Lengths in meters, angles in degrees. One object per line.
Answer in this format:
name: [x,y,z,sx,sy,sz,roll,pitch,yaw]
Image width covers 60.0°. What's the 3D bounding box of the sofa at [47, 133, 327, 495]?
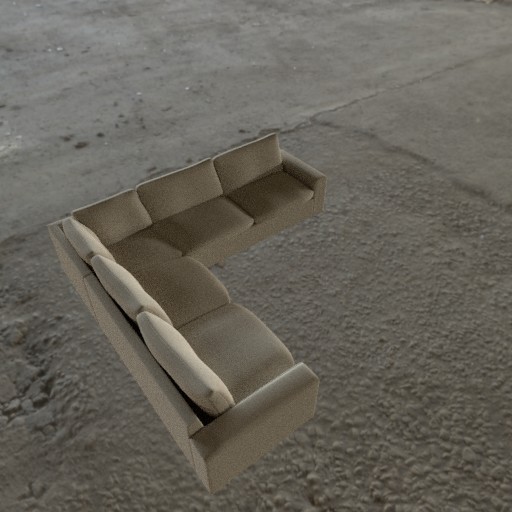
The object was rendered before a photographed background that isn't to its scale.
sofa: [0.000,0.000,4.624,3.206,0.918,3.066,-27,48,-28]
